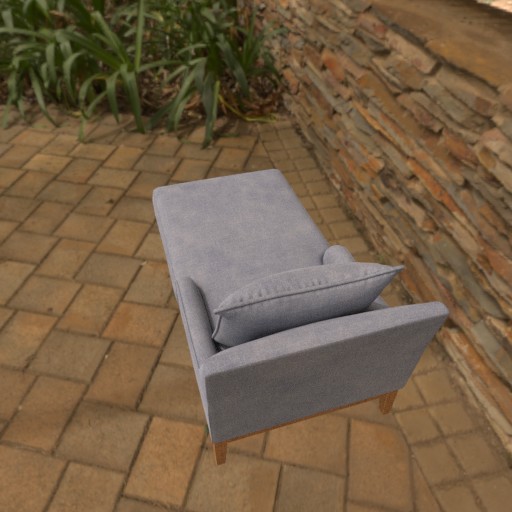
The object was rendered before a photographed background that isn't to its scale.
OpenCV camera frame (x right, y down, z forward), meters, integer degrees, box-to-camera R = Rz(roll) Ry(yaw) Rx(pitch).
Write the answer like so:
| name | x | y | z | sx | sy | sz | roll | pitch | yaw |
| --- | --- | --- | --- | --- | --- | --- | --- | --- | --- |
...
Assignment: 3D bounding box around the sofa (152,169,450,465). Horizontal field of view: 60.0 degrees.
| name | x | y | z | sx | sy | sz | roll | pitch | yaw |
| --- | --- | --- | --- | --- | --- | --- | --- | --- | --- |
| sofa | 0.000 | 0.000 | 2.328 | 0.904 | 0.883 | 1.779 | -11 | 43 | -13 |
